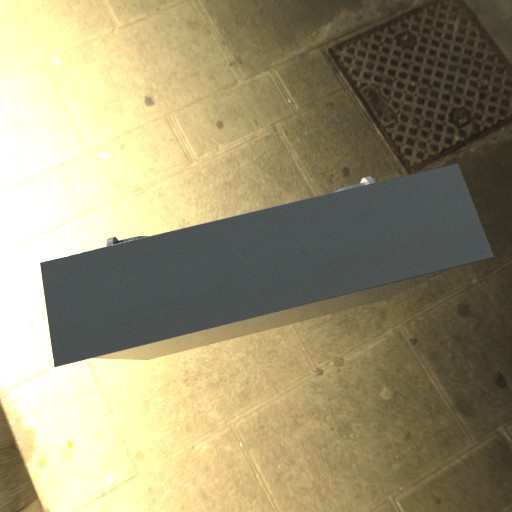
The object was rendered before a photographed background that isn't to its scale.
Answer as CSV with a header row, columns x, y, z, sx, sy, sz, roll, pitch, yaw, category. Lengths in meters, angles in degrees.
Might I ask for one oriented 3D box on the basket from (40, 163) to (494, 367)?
x,y,z,sx,sy,sz,roll,pitch,yaw,category
0.000,0.000,1.092,0.780,0.600,0.350,-14,77,-3,basket
